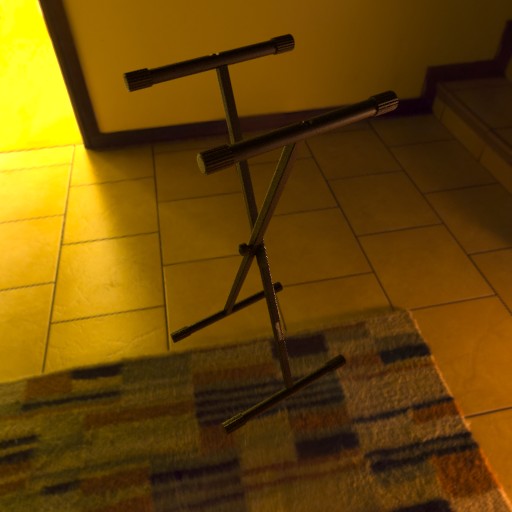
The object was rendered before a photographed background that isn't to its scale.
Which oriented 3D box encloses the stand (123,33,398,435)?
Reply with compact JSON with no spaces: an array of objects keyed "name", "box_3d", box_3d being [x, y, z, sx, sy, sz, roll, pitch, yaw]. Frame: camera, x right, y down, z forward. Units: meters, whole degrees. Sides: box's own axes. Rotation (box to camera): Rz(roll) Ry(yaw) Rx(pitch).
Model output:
[{"name":"stand","box_3d":[0.000,0.000,1.173,0.449,0.940,0.409,-24,51,-21]}]
